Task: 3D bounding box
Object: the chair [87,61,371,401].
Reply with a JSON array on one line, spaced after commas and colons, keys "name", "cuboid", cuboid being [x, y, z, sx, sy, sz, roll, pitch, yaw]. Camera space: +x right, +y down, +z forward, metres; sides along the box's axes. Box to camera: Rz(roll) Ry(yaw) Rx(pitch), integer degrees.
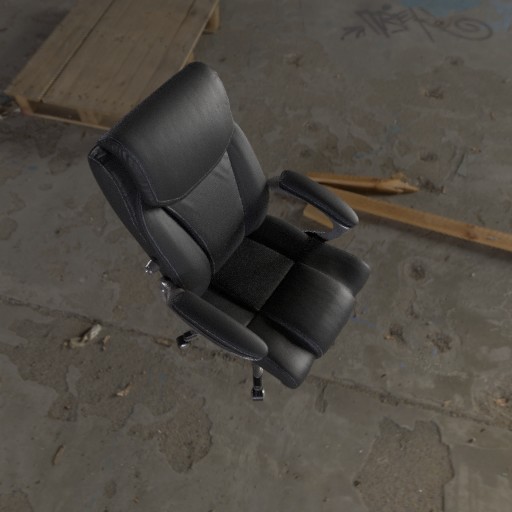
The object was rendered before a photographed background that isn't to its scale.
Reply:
[{"name": "chair", "cuboid": [0.000, 0.000, 1.634, 0.784, 1.167, 0.741, 31, 64, 17]}]
